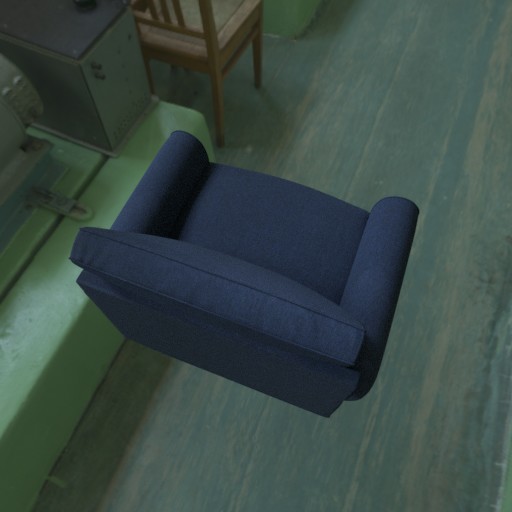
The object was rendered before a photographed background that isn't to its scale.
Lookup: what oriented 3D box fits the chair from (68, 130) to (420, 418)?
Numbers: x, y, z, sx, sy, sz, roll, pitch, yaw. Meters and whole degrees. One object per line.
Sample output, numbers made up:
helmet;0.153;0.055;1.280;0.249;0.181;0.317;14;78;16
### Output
chair;0.000;0.000;2.034;1.285;1.044;0.963;19;64;10
